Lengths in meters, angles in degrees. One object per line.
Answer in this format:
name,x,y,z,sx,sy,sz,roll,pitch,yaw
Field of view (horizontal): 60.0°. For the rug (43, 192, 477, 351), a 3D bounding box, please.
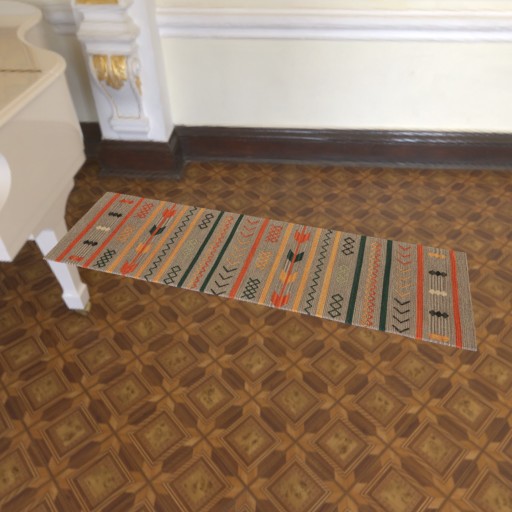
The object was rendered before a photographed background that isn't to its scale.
rug,0.000,0.000,2.642,2.419,0.022,0.744,11,43,12
